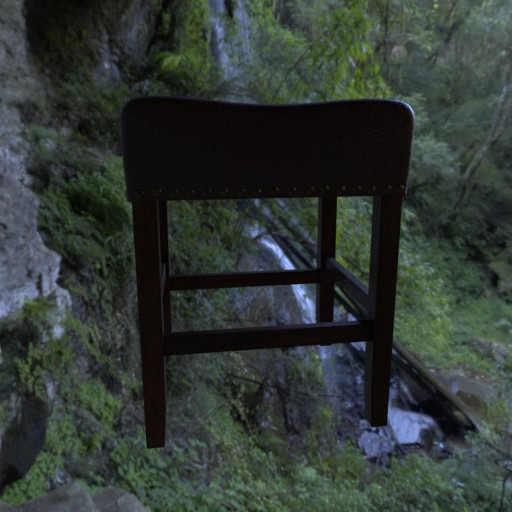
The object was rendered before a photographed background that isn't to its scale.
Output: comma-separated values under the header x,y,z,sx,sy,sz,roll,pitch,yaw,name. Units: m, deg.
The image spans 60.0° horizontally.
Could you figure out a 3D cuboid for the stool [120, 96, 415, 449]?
x,y,z,sx,sy,sz,roll,pitch,yaw,name
0.000,0.000,0.934,0.465,0.608,0.397,-2,16,-8,stool
